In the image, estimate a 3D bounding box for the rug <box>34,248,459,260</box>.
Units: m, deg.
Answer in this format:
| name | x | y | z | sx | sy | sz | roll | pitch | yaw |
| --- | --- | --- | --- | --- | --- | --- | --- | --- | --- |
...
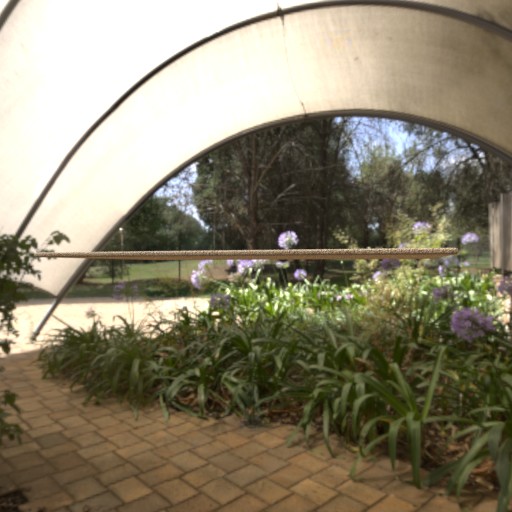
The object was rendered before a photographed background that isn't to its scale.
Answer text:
| name | x | y | z | sx | sy | sz | roll | pitch | yaw |
| --- | --- | --- | --- | --- | --- | --- | --- | --- | --- |
| rug | 0.000 | 0.000 | 3.112 | 2.438 | 0.030 | 1.524 | 0 | -1 | 18 |
